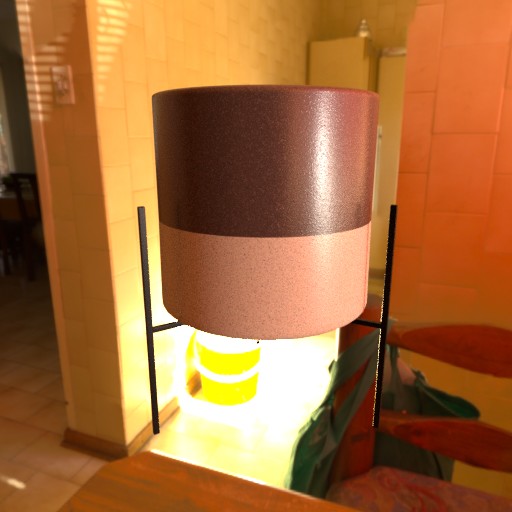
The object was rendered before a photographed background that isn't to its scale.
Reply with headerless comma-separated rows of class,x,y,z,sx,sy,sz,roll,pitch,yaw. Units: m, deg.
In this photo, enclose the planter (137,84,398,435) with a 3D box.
planter,0.000,0.000,0.521,0.250,0.353,0.260,-2,15,-9
